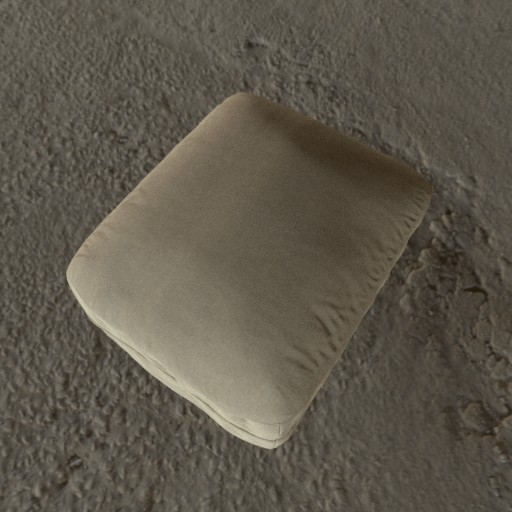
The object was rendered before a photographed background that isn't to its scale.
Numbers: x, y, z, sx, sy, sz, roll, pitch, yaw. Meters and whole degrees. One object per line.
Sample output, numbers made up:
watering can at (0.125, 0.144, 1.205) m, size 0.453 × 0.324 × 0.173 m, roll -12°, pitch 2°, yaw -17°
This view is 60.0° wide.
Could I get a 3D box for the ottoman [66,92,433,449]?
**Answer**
ottoman at (0.000, 0.000, 1.082) m, size 0.584 × 0.480 × 0.712 m, roll 31°, pitch 67°, yaw 15°
